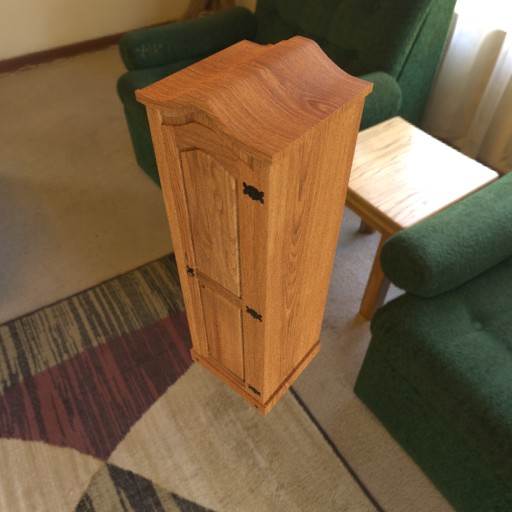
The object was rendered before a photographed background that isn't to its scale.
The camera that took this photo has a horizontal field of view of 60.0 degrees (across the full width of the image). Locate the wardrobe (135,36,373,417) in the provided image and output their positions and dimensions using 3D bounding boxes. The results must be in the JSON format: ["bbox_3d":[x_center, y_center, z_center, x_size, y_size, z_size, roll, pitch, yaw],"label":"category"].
[{"bbox_3d":[0.000,0.000,2.144,0.590,1.870,0.570,31,55,25],"label":"wardrobe"}]
